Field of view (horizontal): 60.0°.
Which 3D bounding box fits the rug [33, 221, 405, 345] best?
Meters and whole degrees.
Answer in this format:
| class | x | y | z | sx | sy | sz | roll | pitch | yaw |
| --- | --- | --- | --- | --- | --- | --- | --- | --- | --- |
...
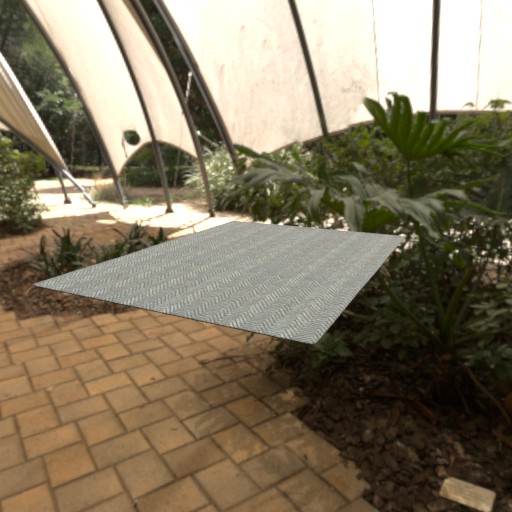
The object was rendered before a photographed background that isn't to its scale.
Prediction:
| class | x | y | z | sx | sy | sz | roll | pitch | yaw |
| --- | --- | --- | --- | --- | --- | --- | --- | --- | --- |
| rug | 0.000 | 0.000 | 5.380 | 2.894 | 0.011 | 3.957 | 7 | 16 | 26 |
